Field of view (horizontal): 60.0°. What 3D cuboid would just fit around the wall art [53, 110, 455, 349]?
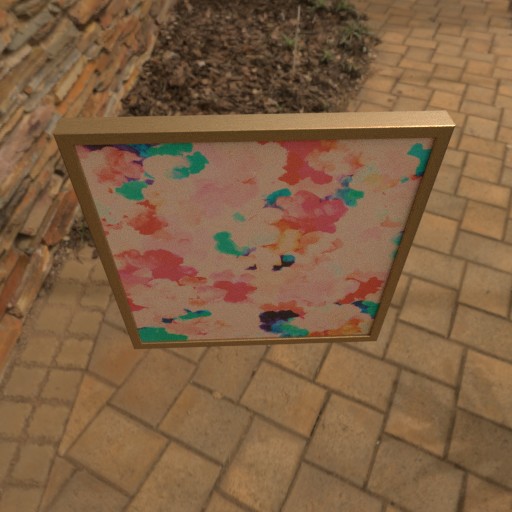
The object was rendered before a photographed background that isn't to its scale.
[{"bbox_3d":[0.000,0.000,0.759,0.510,0.509,0.037,-2,47,-1],"label":"wall art"}]
